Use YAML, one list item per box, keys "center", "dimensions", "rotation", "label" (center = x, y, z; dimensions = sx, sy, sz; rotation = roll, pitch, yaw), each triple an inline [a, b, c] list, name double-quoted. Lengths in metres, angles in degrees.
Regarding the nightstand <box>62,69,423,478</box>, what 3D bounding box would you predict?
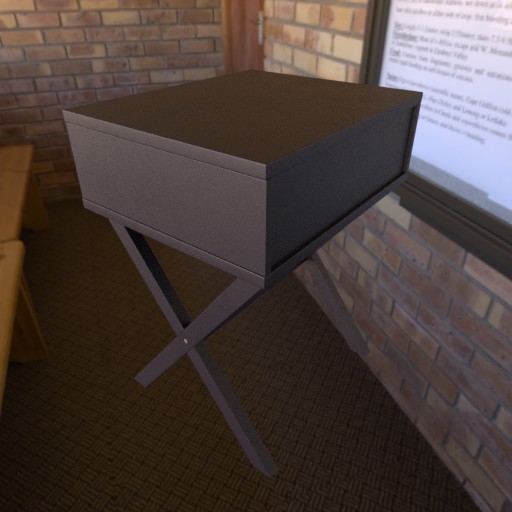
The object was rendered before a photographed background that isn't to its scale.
- center: [0.000, 0.000, 0.917]
  dimensions: [0.402, 0.623, 0.479]
  rotation: [22, 38, 32]
  label: "nightstand"
